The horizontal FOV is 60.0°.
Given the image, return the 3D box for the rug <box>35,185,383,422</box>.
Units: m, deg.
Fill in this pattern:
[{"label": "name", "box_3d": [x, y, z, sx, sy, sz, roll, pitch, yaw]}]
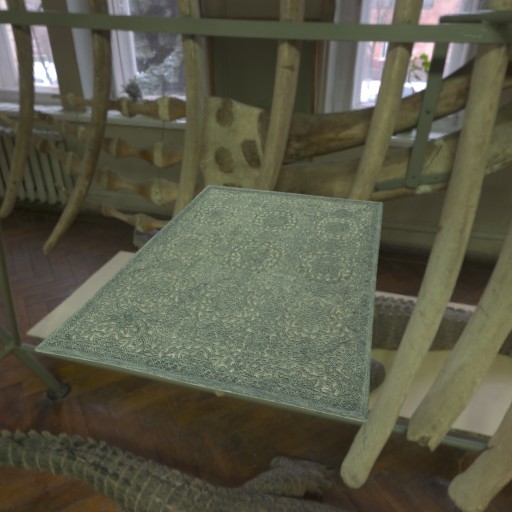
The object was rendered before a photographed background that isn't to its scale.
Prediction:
[{"label": "rug", "box_3d": [0.000, 0.000, 2.282, 1.224, 0.016, 1.830, 8, 30, 13]}]
